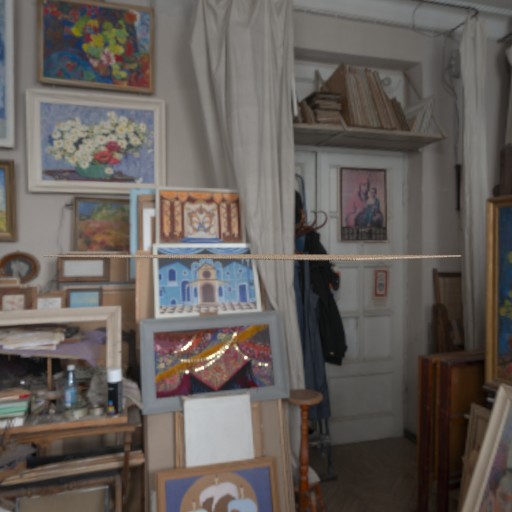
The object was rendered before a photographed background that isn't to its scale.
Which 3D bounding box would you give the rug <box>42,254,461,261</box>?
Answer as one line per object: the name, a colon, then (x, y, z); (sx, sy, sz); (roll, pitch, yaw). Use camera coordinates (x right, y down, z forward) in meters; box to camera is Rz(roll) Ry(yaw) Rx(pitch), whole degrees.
rug: (0.000, 0.000, 4.063); (3.048, 0.013, 2.439); (0, 1, 36)
